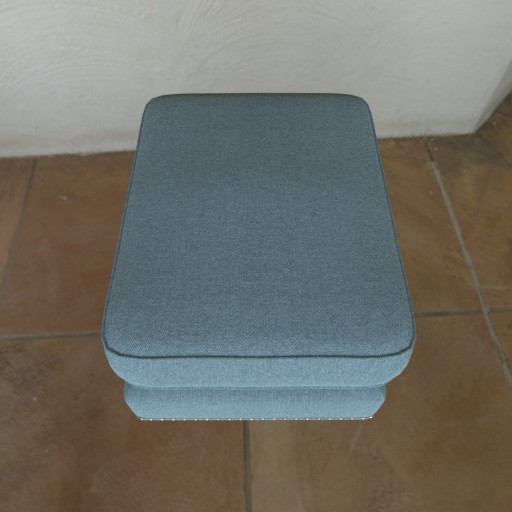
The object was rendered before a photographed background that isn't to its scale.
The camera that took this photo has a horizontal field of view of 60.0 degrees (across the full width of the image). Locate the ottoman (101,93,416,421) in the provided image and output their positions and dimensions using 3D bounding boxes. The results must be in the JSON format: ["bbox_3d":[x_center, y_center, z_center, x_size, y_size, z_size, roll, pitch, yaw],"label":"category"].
[{"bbox_3d":[0.000,0.000,1.126,0.589,0.537,0.738,0,58,0],"label":"ottoman"}]
